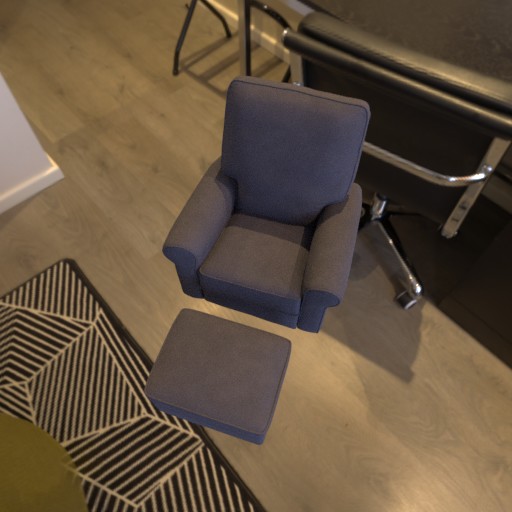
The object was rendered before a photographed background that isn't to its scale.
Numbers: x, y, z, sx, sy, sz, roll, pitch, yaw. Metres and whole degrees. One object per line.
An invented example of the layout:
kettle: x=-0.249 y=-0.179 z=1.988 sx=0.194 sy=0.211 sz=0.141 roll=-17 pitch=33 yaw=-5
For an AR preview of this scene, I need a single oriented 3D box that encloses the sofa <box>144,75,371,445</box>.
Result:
sofa: x=0.000 y=0.000 z=2.093 sx=0.880 sy=0.959 sz=1.478 roll=15 pitch=60 yaw=9
